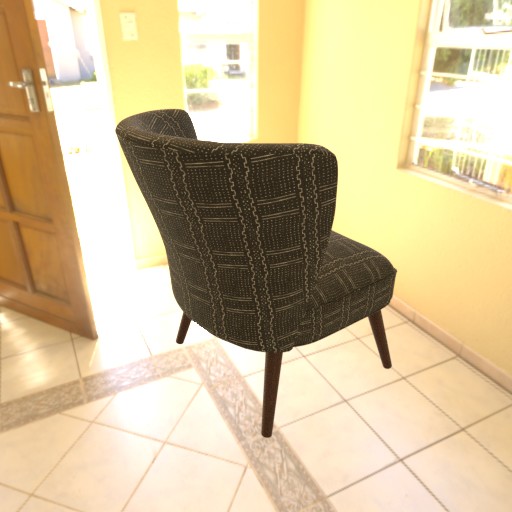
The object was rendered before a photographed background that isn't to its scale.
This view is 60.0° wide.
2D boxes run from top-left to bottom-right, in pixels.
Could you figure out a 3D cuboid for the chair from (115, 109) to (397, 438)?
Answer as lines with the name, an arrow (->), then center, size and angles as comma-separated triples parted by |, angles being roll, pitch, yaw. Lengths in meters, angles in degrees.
chair -> 0.000, 0.000, 1.409 | 0.758, 0.866, 0.710 | -18, 32, -32
